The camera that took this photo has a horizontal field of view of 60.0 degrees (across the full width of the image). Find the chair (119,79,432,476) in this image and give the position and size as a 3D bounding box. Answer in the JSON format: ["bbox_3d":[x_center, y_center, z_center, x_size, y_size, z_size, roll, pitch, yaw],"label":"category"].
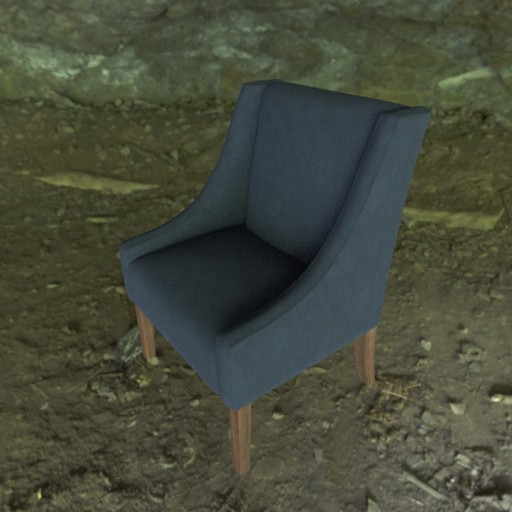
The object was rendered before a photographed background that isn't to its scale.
[{"bbox_3d":[0.000,0.000,1.330,0.629,0.895,0.629,-21,36,-32],"label":"chair"}]
